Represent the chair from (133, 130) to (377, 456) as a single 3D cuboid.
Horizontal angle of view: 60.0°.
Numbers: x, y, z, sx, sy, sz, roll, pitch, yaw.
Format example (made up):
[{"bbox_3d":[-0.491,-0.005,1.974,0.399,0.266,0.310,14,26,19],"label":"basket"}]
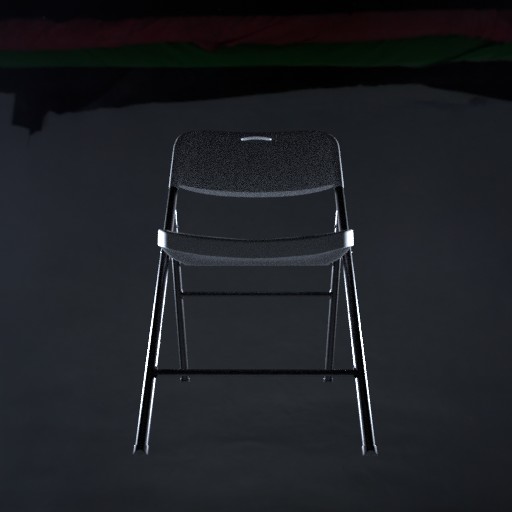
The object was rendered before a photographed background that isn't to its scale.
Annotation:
[{"bbox_3d":[0.000,0.000,1.171,0.494,0.810,0.566,0,-1,0],"label":"chair"}]
